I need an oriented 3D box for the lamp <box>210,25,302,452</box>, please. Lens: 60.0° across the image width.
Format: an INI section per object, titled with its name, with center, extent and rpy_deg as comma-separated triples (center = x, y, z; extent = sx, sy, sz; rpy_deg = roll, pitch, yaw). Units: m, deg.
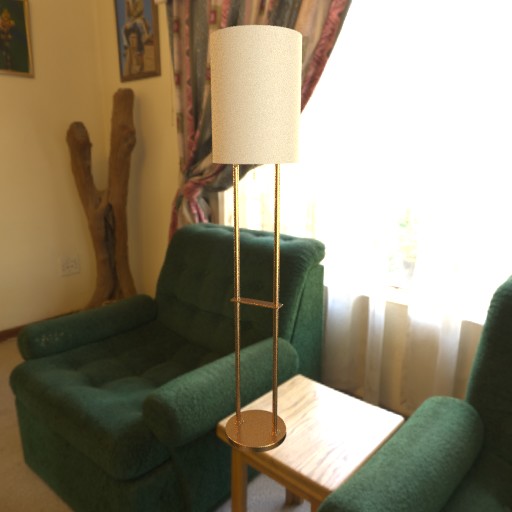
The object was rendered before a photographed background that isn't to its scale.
[lamp]
center = 0.000, 0.000, 1.654
extent = 0.306, 1.500, 0.305
rpy_deg = 7, 15, 25
